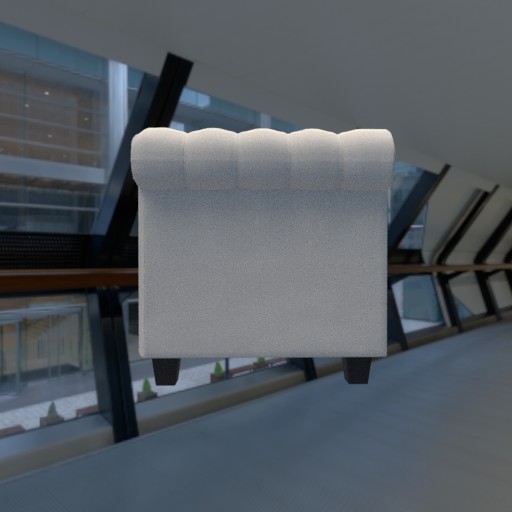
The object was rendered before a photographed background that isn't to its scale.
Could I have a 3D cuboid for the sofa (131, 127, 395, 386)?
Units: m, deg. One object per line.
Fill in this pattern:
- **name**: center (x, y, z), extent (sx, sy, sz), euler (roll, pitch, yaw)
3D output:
- **sofa**: center (0.000, 0.000, 2.151), extent (0.771, 0.796, 1.798), euler (0, 1, -1)
